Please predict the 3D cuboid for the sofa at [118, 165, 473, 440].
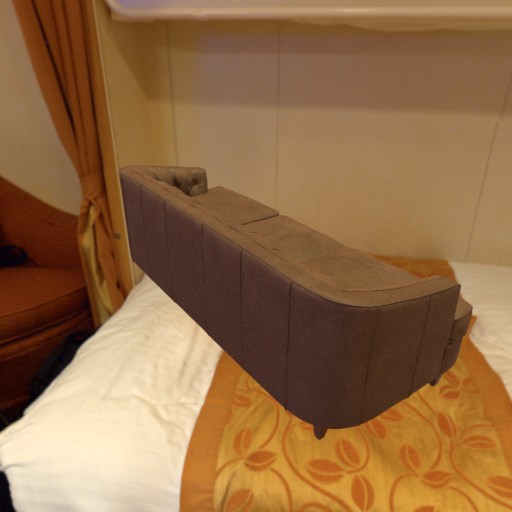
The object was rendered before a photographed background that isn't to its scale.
[{"bbox_3d":[0.000,0.000,2.597,0.927,0.787,2.227,-18,32,-31],"label":"sofa"}]
